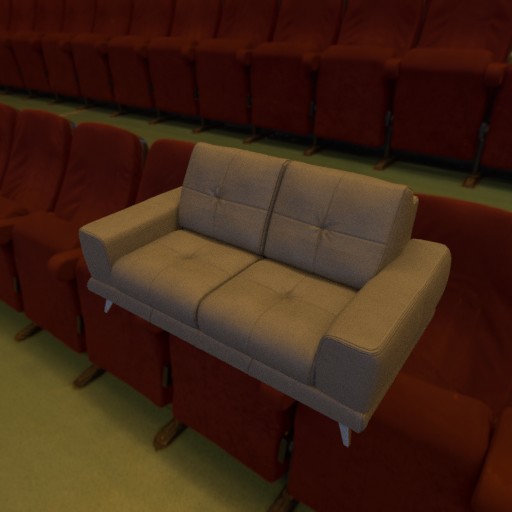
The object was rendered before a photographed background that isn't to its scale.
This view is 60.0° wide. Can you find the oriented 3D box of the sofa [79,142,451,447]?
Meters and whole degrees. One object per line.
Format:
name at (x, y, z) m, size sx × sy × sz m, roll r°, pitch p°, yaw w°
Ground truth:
sofa at (0.000, 0.000, 2.401) m, size 1.806 × 0.907 × 1.018 m, roll 20°, pitch 35°, yaw 31°
